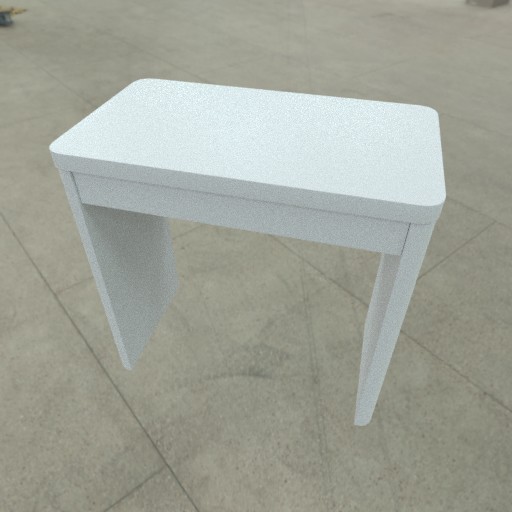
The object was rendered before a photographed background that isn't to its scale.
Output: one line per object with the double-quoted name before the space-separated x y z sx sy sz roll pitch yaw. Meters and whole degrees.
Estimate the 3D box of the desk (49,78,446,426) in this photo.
"desk" 0.000 0.000 1.237 0.790 0.760 0.446 10 42 11
